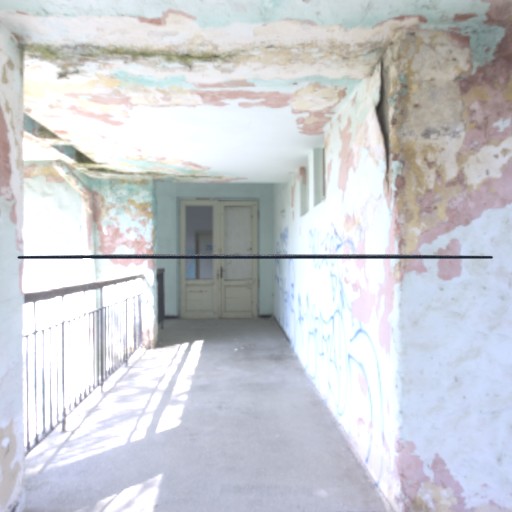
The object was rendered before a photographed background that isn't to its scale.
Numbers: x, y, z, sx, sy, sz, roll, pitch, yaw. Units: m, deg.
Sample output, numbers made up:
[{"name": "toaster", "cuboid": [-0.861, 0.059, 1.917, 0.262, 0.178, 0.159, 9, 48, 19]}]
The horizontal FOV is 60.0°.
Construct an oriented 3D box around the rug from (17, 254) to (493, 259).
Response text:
[{"name": "rug", "cuboid": [0.000, 0.000, 2.876, 2.290, 0.014, 1.526, 0, 1, -1]}]
